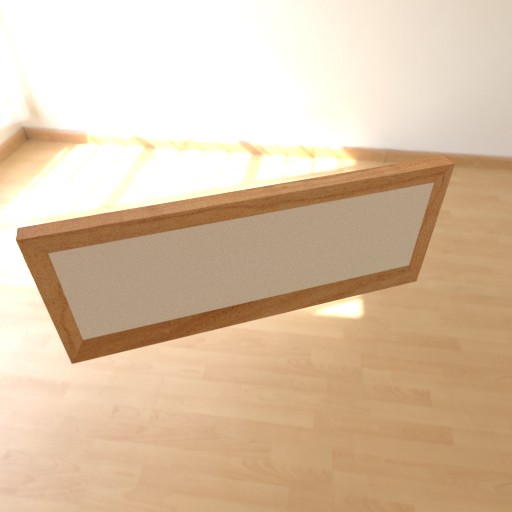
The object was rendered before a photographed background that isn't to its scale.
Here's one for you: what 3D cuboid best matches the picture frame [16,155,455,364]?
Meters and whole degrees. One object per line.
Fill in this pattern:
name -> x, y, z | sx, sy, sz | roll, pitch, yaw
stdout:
picture frame -> 0.000, 0.000, 0.658 | 0.582, 0.234, 0.045 | -12, 42, -13
